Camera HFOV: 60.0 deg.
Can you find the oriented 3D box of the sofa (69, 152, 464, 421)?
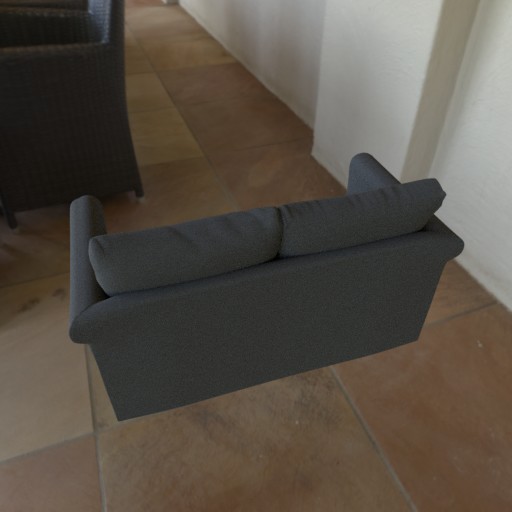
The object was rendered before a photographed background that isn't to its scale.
[{"bbox_3d":[0.000,0.000,1.925,1.460,0.872,0.741,-12,42,-13],"label":"sofa"}]
